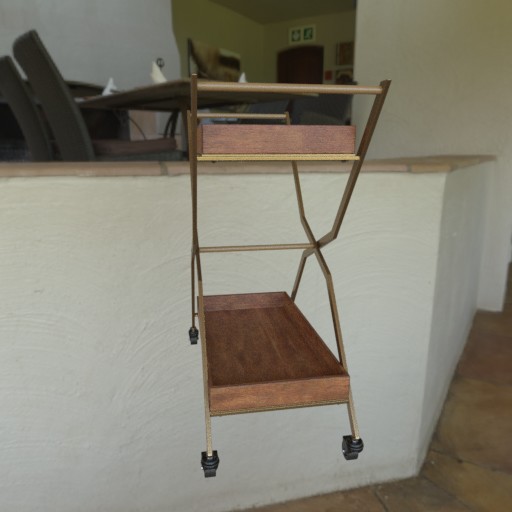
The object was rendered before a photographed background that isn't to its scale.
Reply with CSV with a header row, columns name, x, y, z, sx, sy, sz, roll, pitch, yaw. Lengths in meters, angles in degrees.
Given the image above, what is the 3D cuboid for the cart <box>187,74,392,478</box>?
name,x,y,z,sx,sy,sz,roll,pitch,yaw
cart,0.000,0.000,1.306,0.405,0.869,0.836,-2,14,-10
